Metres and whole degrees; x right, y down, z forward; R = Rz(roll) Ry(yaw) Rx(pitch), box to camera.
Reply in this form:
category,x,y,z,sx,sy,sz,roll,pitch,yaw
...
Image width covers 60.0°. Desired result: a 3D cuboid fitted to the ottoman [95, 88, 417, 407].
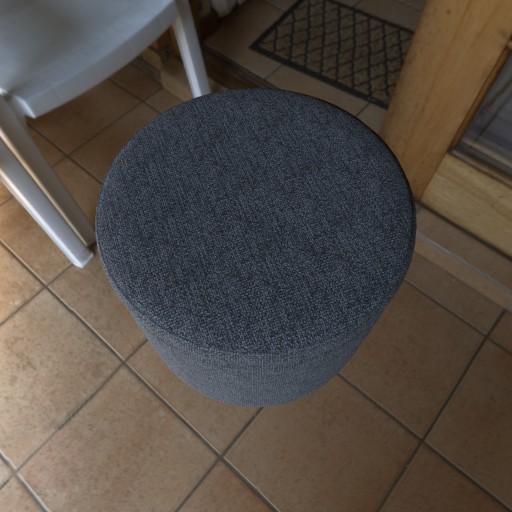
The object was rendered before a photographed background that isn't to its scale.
category,x,y,z,sx,sy,sz,roll,pitch,yaw
ottoman,0.000,0.000,0.882,0.520,0.430,0.520,0,62,0
